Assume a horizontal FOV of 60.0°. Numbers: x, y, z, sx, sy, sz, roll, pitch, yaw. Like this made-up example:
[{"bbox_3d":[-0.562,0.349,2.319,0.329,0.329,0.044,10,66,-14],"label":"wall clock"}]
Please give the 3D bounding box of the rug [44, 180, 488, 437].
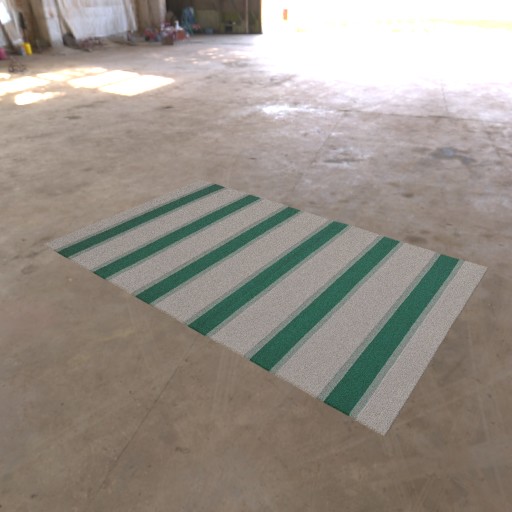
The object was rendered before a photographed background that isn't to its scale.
[{"bbox_3d":[0.000,0.000,2.849,2.436,0.015,1.521,22,37,32],"label":"rug"}]
